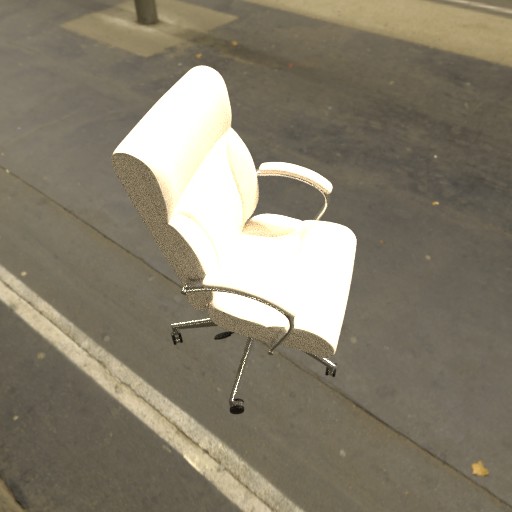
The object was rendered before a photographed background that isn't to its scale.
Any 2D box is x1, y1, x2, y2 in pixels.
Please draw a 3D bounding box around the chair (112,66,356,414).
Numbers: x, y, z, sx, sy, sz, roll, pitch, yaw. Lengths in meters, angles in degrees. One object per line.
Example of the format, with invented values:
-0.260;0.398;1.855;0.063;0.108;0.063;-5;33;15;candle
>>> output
0.000;0.000;1.617;0.745;1.099;0.727;12;47;11;chair
